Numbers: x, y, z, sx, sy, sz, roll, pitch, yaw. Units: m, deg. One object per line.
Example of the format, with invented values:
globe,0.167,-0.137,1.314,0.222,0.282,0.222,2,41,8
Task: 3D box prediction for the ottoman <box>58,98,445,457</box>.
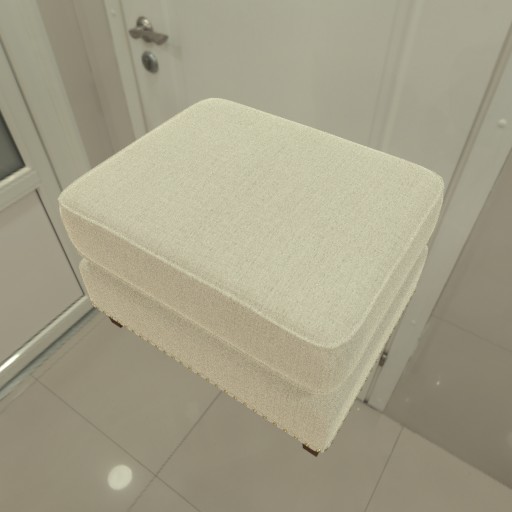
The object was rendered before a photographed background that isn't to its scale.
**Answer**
ottoman,0.000,0.000,1.133,0.738,0.537,0.589,26,52,22
